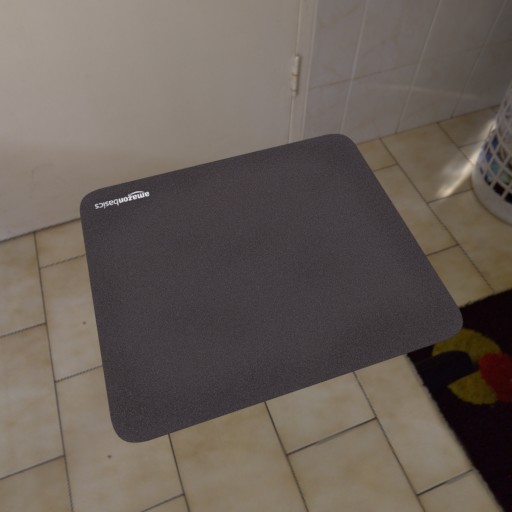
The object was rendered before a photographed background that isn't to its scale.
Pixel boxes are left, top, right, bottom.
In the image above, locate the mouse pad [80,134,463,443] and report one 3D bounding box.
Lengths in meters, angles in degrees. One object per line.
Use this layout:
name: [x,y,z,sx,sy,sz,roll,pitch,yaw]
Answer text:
mouse pad: [0.000,0.000,0.433,0.315,0.002,0.269,-16,59,-10]
